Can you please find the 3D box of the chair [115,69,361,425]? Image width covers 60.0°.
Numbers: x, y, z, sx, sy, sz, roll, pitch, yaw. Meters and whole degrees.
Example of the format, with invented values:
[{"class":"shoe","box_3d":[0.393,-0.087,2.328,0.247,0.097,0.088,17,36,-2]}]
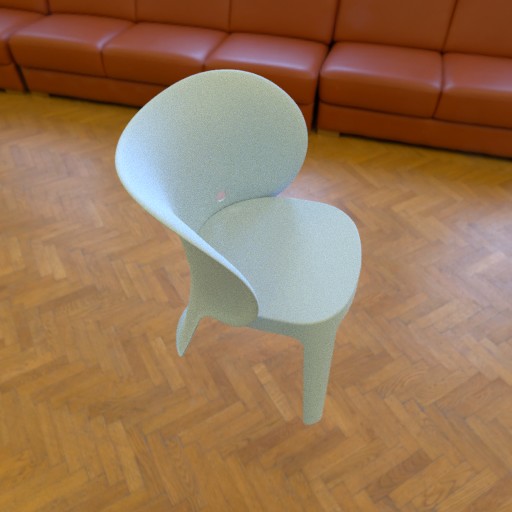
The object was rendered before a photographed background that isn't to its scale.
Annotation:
[{"class":"chair","box_3d":[0.000,0.000,0.868,0.402,0.554,0.451,10,48,10]}]
